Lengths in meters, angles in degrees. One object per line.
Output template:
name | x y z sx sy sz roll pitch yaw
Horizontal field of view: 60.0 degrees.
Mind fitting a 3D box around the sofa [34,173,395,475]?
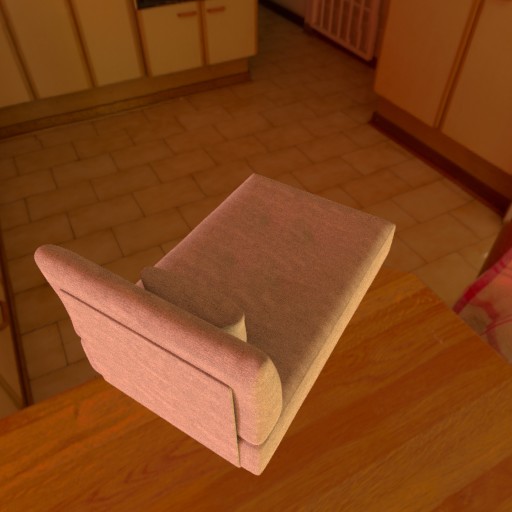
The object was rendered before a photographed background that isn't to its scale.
sofa | 0.000 0.000 2.023 0.930 0.820 1.450 24 50 22
